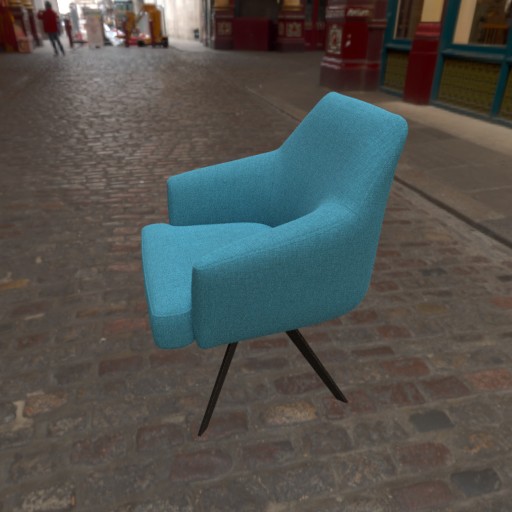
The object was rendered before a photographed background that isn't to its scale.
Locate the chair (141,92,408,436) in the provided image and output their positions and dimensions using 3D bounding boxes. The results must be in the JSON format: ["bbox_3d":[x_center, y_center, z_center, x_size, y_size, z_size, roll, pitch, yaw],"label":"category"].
[{"bbox_3d":[0.000,0.000,1.352,0.677,0.874,0.642,-8,30,-14],"label":"chair"}]
